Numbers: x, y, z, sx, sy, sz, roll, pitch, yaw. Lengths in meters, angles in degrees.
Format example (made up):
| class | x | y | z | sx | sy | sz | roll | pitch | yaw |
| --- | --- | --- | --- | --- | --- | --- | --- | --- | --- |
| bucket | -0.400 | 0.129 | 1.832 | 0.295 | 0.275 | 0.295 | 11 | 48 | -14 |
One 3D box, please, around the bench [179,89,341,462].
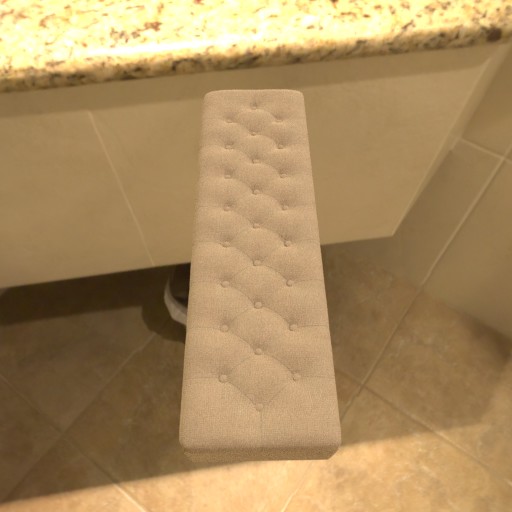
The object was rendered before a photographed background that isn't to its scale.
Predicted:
| class | x | y | z | sx | sy | sz | roll | pitch | yaw |
| --- | --- | --- | --- | --- | --- | --- | --- | --- | --- |
| bench | 0.000 | 0.000 | 1.751 | 0.455 | 0.467 | 1.480 | -1 | 58 | -1 |
